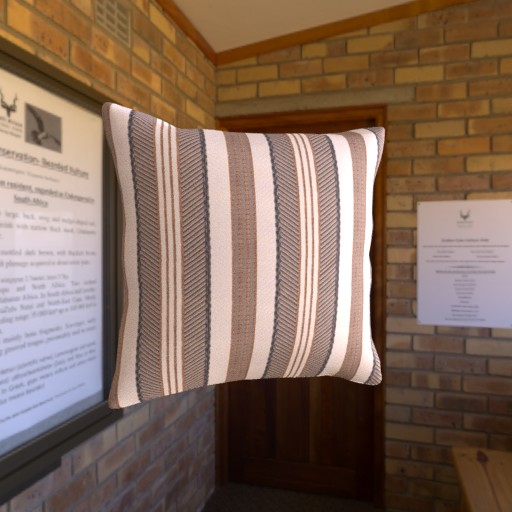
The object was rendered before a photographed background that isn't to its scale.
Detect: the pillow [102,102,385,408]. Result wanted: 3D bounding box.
[{"bbox_3d":[0.000,0.000,0.634,0.416,0.401,0.173,0,1,-16],"label":"pillow"}]
